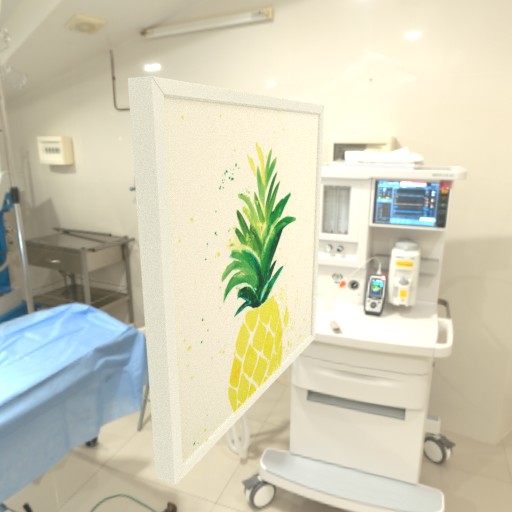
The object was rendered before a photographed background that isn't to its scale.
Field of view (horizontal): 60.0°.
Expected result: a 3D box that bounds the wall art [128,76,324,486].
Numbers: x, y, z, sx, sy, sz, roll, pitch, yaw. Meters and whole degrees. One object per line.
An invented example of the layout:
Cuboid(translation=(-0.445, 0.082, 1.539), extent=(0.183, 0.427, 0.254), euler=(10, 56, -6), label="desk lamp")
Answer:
Cuboid(translation=(0.000, 0.000, 0.450), extent=(0.020, 0.307, 0.307), euler=(8, 17, 28), label="wall art")
